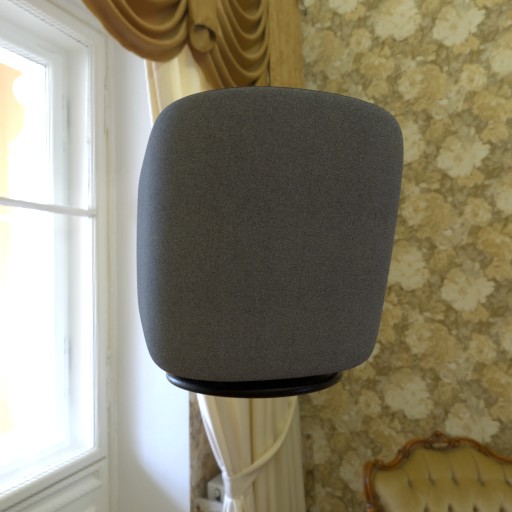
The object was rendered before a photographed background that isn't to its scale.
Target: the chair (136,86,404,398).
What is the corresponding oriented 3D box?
[{"bbox_3d":[0.000,0.000,1.613,0.822,0.861,0.986,0,-2,-19],"label":"chair"}]
